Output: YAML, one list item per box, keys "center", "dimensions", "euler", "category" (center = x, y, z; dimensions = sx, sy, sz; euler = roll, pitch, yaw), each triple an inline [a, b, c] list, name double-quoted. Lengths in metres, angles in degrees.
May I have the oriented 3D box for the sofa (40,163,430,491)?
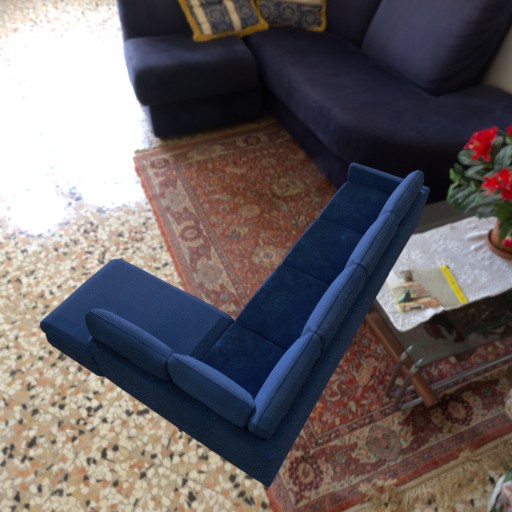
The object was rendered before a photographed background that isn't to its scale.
- center: [0.000, 0.000, 3.194]
  dimensions: [1.707, 0.687, 2.486]
  euler: [24, 51, 22]
  category: "sofa"
